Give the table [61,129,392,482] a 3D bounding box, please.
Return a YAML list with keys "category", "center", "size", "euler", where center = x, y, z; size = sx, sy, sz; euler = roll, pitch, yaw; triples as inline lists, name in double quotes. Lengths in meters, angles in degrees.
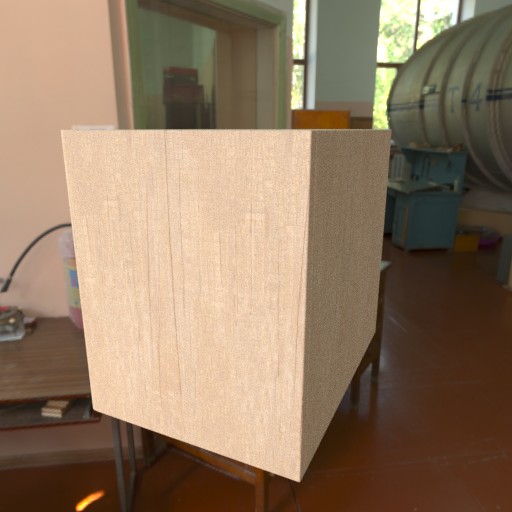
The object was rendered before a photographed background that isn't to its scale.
- category: "table"
  center: [0.000, 0.000, 0.929]
  size: [0.420, 0.510, 0.570]
  euler: [8, 18, 25]
